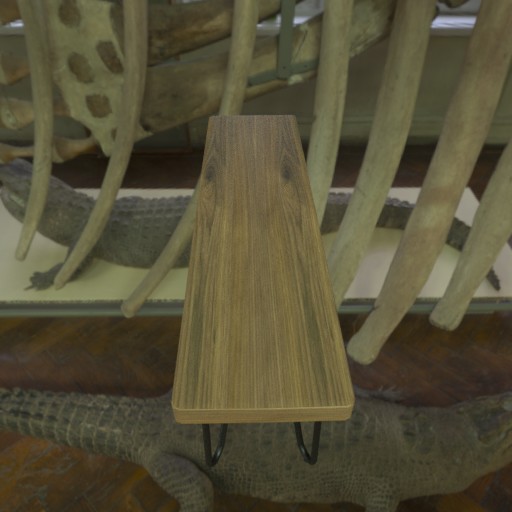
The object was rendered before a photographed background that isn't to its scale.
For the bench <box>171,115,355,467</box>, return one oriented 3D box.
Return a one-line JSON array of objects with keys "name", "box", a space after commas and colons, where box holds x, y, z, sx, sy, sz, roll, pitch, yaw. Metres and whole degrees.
[{"name": "bench", "box": [0.000, 0.000, 1.739, 0.425, 0.462, 1.570, -1, 41, -1]}]
